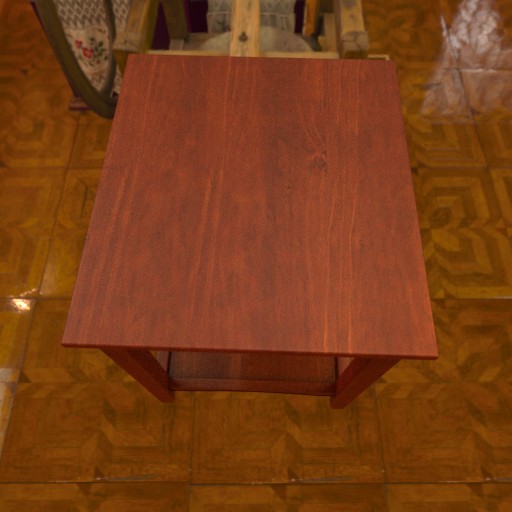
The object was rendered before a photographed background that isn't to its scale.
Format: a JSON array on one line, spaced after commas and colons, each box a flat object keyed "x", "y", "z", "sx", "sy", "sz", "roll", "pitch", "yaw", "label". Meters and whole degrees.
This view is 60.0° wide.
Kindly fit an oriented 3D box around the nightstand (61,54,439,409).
[{"x": 0.000, "y": 0.000, "z": 0.956, "sx": 0.501, "sy": 0.558, "sz": 0.558, "roll": 2, "pitch": 64, "yaw": 1, "label": "nightstand"}]
